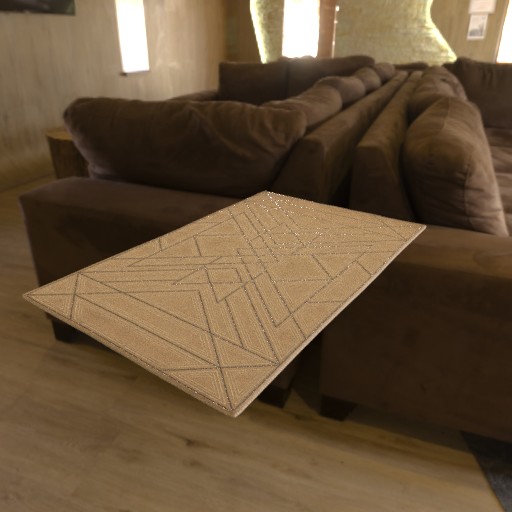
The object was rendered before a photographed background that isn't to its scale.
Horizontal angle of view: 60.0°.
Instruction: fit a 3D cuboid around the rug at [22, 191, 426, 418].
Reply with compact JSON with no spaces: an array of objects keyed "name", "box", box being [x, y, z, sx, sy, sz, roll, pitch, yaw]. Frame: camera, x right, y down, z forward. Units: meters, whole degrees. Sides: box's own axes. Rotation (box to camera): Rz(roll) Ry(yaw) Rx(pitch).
[{"name":"rug","box":[0.000,0.000,3.033,1.575,0.023,2.459,18,31,32]}]
